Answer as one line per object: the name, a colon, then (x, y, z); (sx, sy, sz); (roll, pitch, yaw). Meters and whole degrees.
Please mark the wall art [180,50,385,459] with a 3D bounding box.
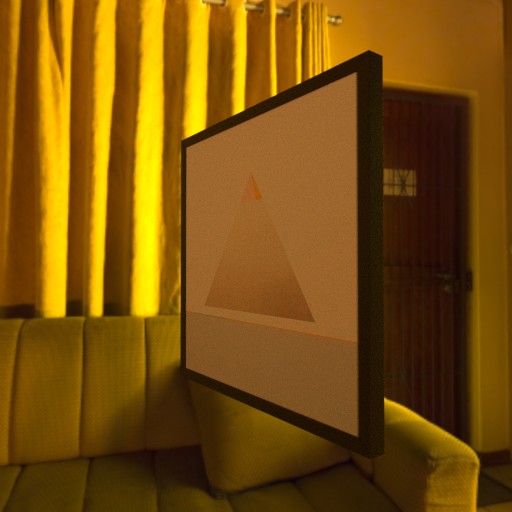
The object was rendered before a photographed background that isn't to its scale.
wall art: (0.000, 0.000, 0.766); (0.028, 0.511, 0.513); (1, -1, -37)
